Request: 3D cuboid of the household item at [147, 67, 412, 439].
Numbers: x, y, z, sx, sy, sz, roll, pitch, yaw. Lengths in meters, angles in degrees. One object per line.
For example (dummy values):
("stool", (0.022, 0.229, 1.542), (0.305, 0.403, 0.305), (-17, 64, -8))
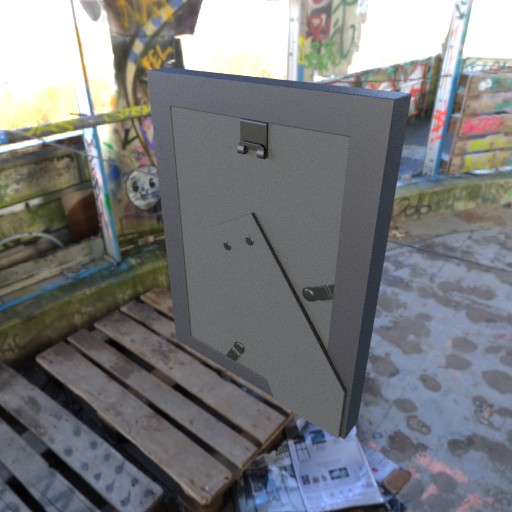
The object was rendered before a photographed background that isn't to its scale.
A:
("household item", (0.000, 0.000, 0.238), (0.133, 0.178, 0.022), (21, 36, 33))
